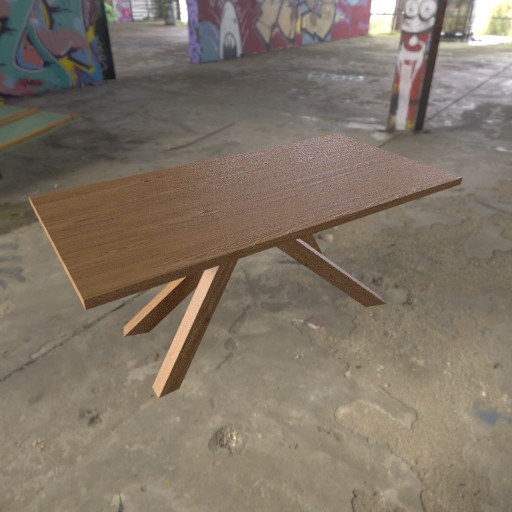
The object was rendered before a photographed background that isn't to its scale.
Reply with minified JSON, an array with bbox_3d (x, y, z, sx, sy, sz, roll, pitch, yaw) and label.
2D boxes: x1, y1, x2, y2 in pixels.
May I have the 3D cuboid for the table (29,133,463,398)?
[{"bbox_3d":[0.000,0.000,2.239,1.797,0.750,0.901,-19,36,-28],"label":"table"}]
